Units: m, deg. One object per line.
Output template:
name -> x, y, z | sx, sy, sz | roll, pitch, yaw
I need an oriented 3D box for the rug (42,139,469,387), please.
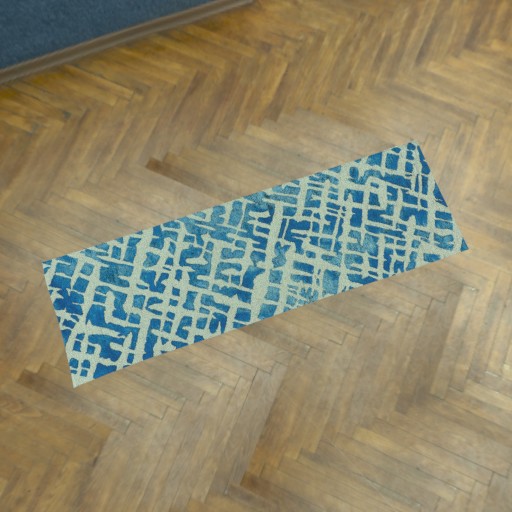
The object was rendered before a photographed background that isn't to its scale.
rug -> 0.000, 0.000, 2.659 | 2.446, 0.011, 0.768 | -19, 77, -4
